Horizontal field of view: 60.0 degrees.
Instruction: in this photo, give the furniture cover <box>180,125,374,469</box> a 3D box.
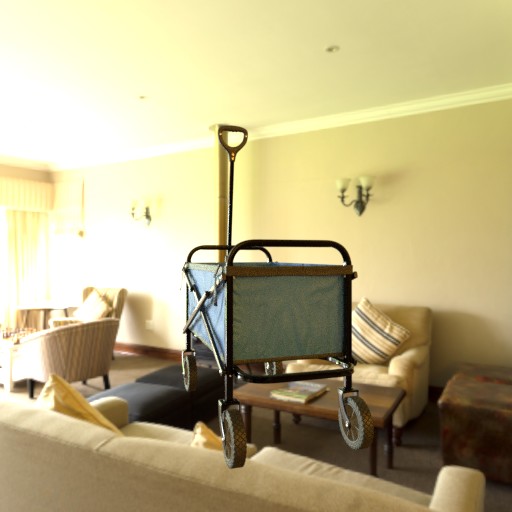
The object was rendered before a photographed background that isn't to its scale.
[{"bbox_3d":[0.000,0.000,1.850,0.532,1.295,1.038,0,0,-18],"label":"furniture cover"}]
